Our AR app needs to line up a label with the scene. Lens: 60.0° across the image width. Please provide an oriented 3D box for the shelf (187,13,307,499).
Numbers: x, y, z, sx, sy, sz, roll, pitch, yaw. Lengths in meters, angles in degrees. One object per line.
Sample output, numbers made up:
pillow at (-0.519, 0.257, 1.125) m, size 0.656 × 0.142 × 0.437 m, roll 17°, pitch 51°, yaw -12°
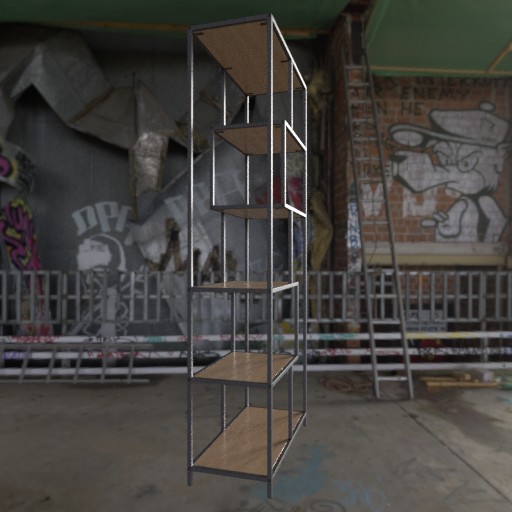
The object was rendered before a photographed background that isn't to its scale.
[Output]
shelf at (0.000, 0.000, 2.104) m, size 0.350 × 1.850 × 0.770 m, roll 0°, pitch 0°, yaw 16°
